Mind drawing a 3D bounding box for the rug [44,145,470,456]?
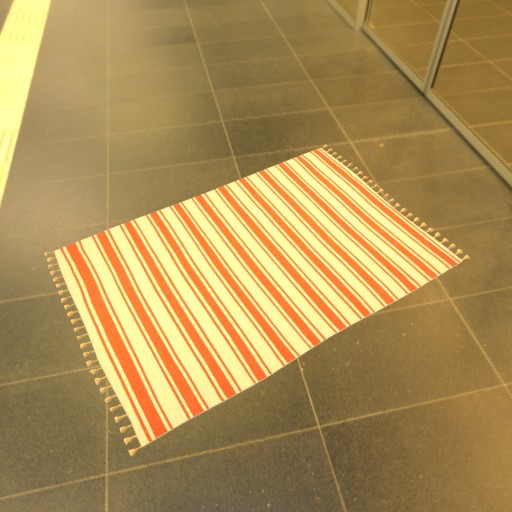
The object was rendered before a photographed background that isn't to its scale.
[{"bbox_3d":[0.000,0.000,2.980,2.433,0.022,1.556,-25,53,-21],"label":"rug"}]
